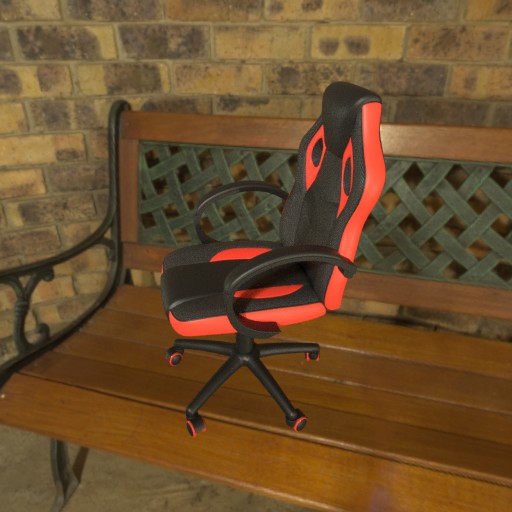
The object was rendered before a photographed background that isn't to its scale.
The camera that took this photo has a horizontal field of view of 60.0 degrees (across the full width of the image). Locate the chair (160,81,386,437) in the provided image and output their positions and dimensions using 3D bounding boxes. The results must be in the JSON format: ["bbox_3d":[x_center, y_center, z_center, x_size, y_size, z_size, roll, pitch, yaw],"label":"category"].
[{"bbox_3d":[0.000,0.000,1.415,0.642,1.016,0.600,-8,31,-14],"label":"chair"}]
